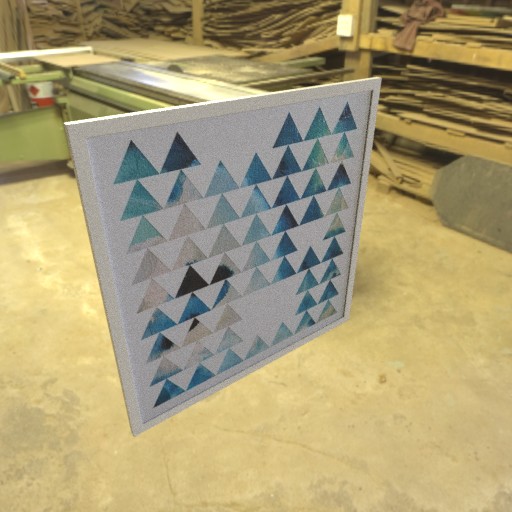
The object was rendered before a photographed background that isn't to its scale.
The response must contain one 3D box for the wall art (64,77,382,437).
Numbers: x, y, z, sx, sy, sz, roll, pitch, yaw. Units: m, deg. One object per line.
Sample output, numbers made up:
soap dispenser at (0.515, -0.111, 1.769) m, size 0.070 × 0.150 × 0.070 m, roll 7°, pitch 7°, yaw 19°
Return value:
wall art at (0.000, 0.000, 0.805) m, size 0.557 × 0.557 × 0.012 m, roll -21°, pitch 36°, yaw -31°
